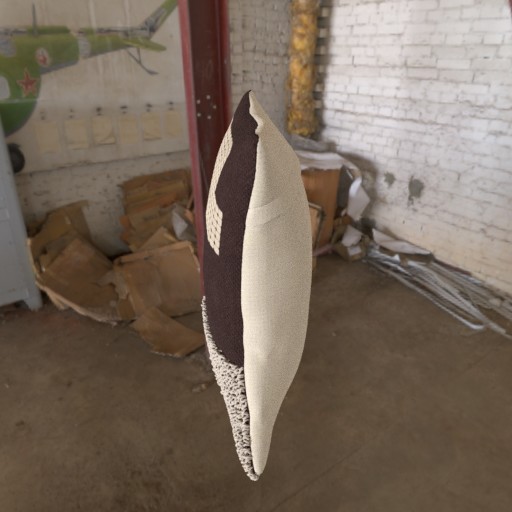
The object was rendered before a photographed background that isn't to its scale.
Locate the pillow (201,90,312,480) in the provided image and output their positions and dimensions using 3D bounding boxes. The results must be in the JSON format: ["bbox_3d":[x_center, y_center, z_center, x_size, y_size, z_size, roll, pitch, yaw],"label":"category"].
[{"bbox_3d":[0.000,0.000,0.725,0.178,0.473,0.475,0,25,0],"label":"pillow"}]
